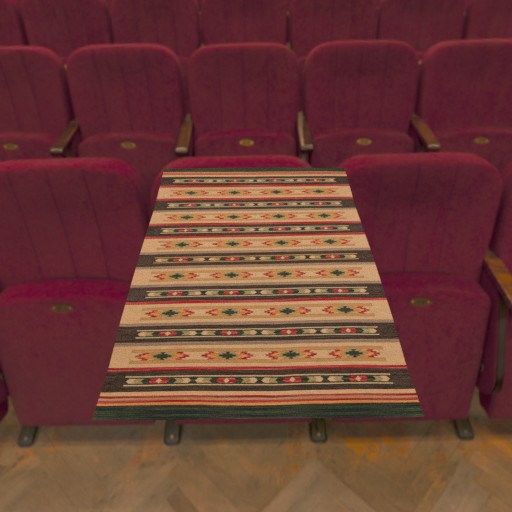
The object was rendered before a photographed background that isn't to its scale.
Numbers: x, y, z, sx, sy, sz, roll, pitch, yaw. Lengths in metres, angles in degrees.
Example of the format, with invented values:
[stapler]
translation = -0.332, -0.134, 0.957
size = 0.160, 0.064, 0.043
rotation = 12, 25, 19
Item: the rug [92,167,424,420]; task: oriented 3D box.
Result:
[rug]
translation = 0.000, 0.000, 2.313
size = 1.221, 0.009, 1.825
rotation = 0, 41, 0
